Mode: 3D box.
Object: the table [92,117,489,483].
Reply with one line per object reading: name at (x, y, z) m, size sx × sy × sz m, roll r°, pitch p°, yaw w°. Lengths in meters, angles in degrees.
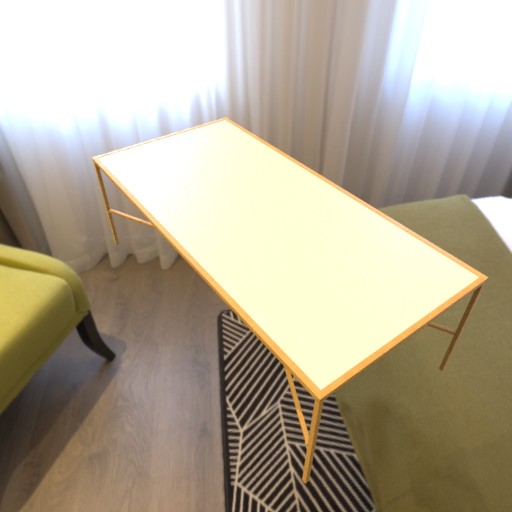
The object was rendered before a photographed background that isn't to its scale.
table at (0.000, 0.000, 1.494) m, size 0.580 × 0.398 × 1.206 m, roll -26°, pitch 47°, yaw -27°
